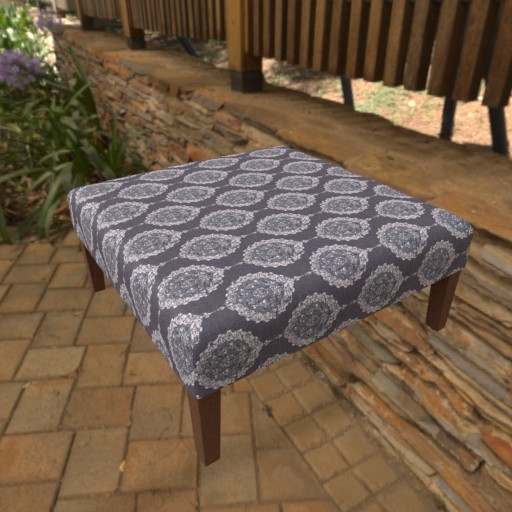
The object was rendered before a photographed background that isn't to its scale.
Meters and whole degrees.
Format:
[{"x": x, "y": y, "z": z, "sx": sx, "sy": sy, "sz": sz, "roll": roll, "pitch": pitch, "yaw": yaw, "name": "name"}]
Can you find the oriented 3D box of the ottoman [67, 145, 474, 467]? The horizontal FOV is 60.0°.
[{"x": 0.000, "y": 0.000, "z": 1.411, "sx": 0.890, "sy": 0.409, "sz": 0.889, "roll": -19, "pitch": 35, "yaw": -29, "name": "ottoman"}]
